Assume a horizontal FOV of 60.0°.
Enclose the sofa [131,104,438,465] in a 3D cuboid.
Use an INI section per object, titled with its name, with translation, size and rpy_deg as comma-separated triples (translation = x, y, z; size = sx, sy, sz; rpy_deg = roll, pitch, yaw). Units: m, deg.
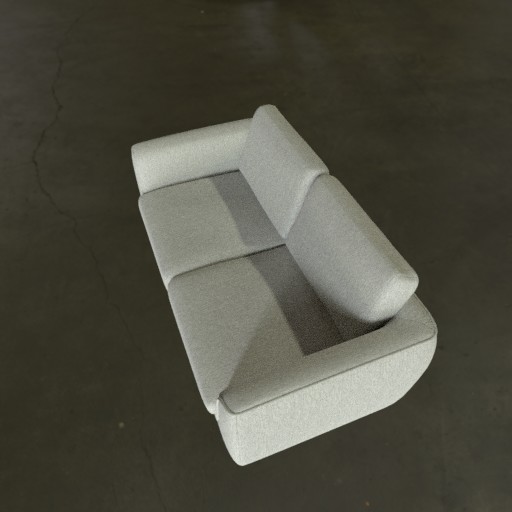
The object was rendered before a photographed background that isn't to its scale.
[sofa]
translation = 0.000, 0.000, 2.182
size = 0.920, 0.850, 1.700
rpy_deg = -16, 49, -15
